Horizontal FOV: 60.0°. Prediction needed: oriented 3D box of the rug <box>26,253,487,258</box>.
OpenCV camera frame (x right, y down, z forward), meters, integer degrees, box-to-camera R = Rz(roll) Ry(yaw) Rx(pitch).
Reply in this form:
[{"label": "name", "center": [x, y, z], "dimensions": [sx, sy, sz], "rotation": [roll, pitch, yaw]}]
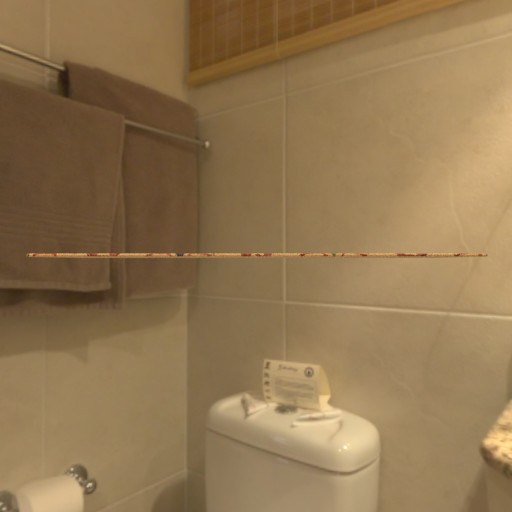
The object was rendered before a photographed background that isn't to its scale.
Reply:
[{"label": "rug", "center": [0.000, 0.000, 2.500], "dimensions": [2.273, 0.016, 0.693], "rotation": [0, -1, 1]}]
